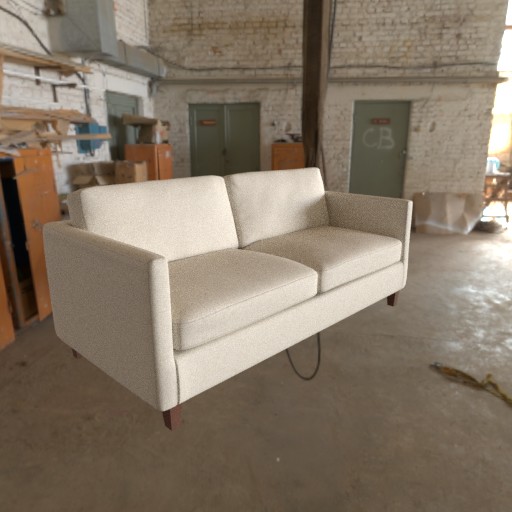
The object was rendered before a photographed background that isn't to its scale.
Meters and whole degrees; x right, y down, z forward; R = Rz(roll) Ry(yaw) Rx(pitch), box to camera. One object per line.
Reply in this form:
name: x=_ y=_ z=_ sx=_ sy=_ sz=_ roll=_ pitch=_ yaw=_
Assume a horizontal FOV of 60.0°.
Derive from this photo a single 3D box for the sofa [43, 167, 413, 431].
sofa: x=0.000 y=0.000 z=2.524 sx=0.965 sy=0.889 sz=1.981 roll=14 pitch=21 yaw=42
